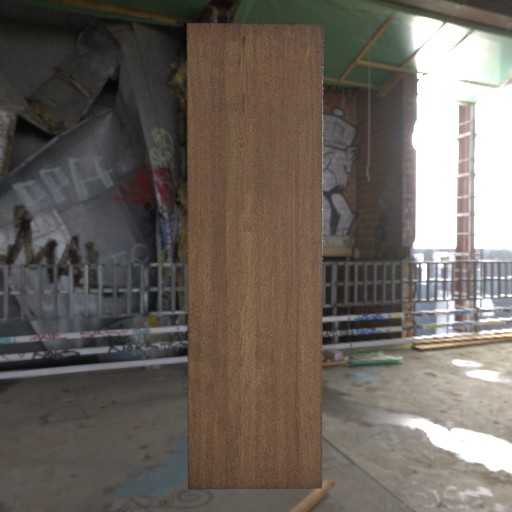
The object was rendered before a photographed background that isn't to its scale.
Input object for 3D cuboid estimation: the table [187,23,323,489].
[{"bbox_3d":[0.000,0.000,2.452,0.600,2.000,1.100,0,1,-1],"label":"table"}]
